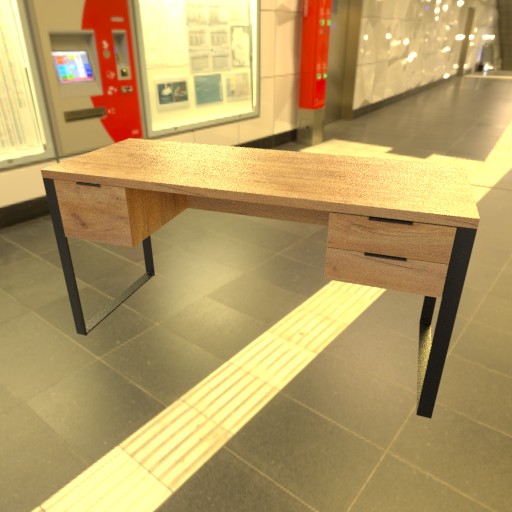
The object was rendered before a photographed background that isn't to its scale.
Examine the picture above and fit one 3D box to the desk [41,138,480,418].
[{"bbox_3d":[0.000,0.000,1.871,1.520,0.760,0.600,9,28,17],"label":"desk"}]
